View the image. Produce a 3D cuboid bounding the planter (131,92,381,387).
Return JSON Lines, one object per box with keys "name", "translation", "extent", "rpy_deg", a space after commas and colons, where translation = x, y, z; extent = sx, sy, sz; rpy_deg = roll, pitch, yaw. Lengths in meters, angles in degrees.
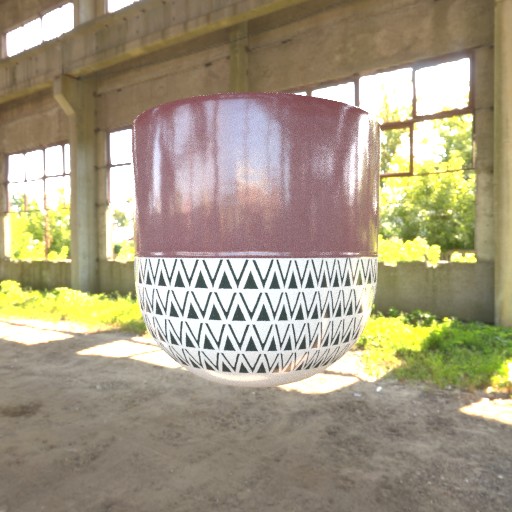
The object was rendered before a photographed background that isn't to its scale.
{"name": "planter", "translation": [0.000, 0.000, 0.493], "extent": [0.266, 0.270, 0.266], "rpy_deg": [0, 1, 0]}
